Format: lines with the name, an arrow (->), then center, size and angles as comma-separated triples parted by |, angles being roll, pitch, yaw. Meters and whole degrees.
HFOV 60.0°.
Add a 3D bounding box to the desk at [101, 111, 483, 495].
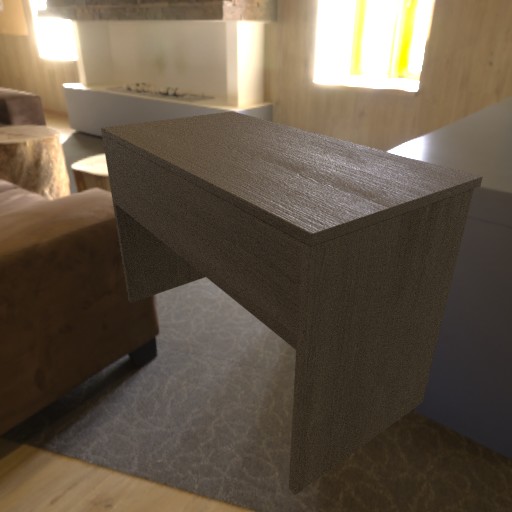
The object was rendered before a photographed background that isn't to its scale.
desk -> 0.000, 0.000, 1.490 | 0.557, 0.729, 1.099 | -19, 33, -31
